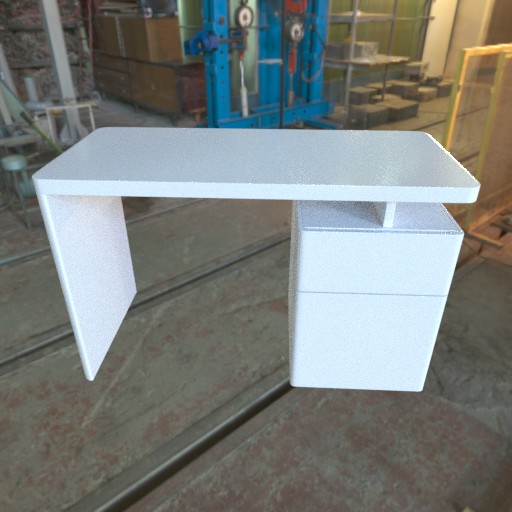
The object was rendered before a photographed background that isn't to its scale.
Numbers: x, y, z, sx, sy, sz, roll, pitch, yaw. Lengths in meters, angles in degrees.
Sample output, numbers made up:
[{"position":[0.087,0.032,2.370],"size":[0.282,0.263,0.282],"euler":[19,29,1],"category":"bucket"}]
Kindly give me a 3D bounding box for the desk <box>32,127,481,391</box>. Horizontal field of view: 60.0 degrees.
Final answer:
[{"position":[0.000,0.000,1.584],"size":[1.200,0.760,0.550],"euler":[2,30,3],"category":"desk"}]
